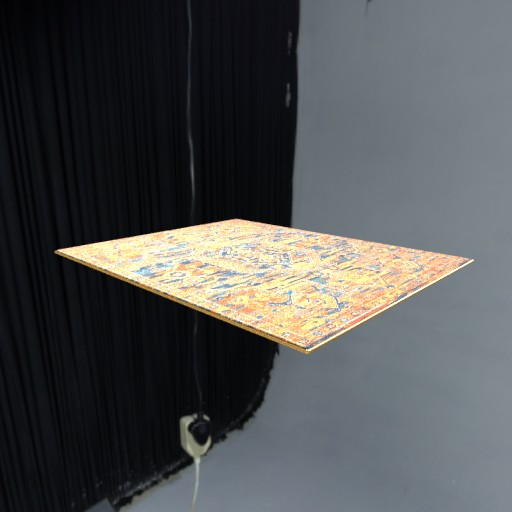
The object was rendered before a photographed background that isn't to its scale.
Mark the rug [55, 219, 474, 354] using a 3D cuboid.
[{"bbox_3d":[0.000,0.000,4.096,3.040,0.031,2.435,14,20,42],"label":"rug"}]
